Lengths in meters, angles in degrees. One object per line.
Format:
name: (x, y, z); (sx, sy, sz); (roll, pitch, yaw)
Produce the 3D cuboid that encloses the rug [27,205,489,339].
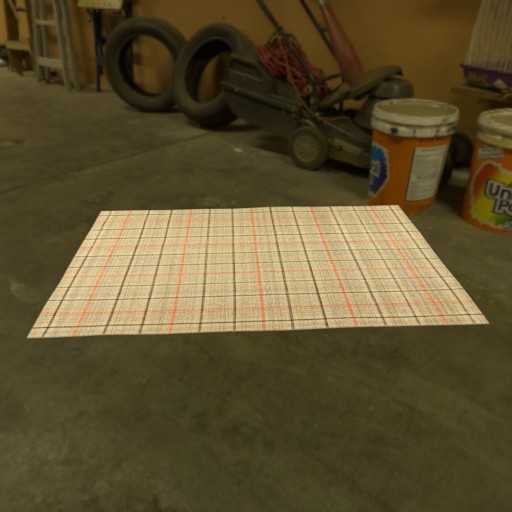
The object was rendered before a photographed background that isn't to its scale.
rug: (0.000, 0.000, 2.983); (2.439, 0.015, 1.524); (-1, 31, -2)
